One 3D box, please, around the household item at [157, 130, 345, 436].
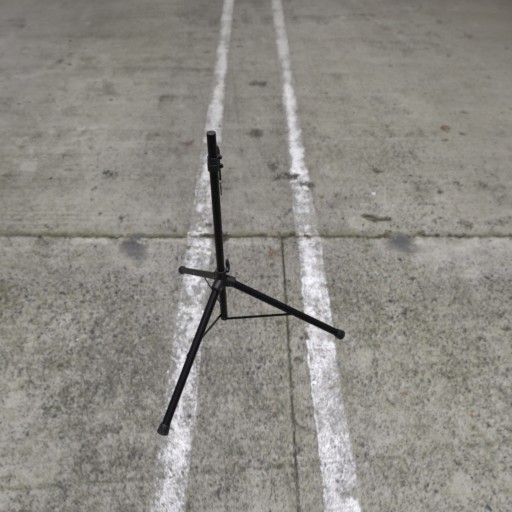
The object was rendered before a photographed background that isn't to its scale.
[{"bbox_3d":[0.000,0.000,1.898,0.907,1.136,1.045,0,41,-1],"label":"household item"}]
